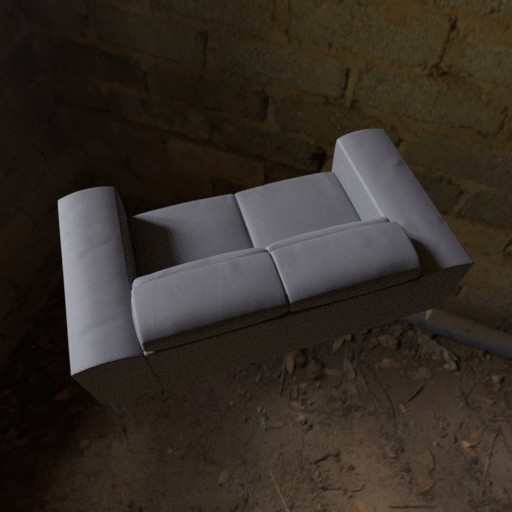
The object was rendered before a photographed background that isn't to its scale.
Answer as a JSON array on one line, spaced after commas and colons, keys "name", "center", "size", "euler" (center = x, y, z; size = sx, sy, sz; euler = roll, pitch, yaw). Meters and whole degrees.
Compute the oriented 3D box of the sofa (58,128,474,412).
[{"name": "sofa", "center": [0.000, 0.000, 2.395], "size": [1.895, 0.779, 1.003], "euler": [-14, 58, -9]}]
